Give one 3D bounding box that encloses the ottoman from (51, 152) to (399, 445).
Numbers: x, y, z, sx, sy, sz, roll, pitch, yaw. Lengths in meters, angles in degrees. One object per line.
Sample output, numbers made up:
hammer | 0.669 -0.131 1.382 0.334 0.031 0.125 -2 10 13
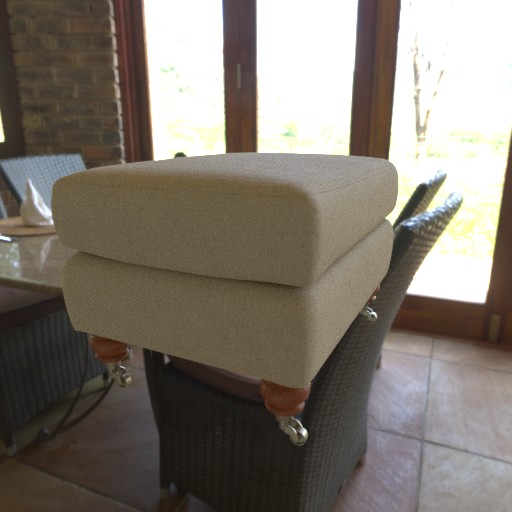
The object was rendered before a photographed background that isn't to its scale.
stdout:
ottoman | 0.000 0.000 1.126 0.569 0.504 0.773 8 17 26
